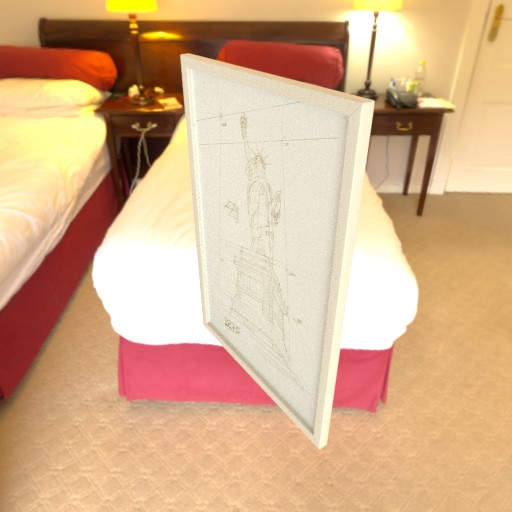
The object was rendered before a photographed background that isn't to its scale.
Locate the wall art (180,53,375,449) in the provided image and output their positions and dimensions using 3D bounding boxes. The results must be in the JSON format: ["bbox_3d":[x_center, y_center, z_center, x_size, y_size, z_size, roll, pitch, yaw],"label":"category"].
[{"bbox_3d":[0.000,0.000,1.520,0.038,1.183,0.808,-21,38,-30],"label":"wall art"}]
